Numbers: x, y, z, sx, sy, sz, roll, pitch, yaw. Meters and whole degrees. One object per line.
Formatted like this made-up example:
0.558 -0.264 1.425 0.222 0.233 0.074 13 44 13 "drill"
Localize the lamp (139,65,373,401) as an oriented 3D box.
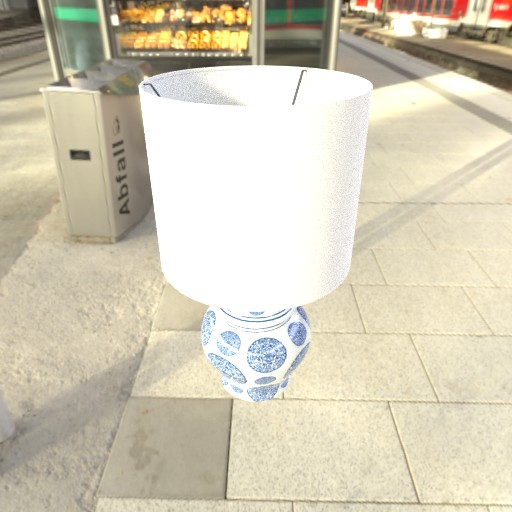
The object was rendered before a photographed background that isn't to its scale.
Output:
0.000 0.000 0.513 0.215 0.381 0.215 -1 31 -1 "lamp"
